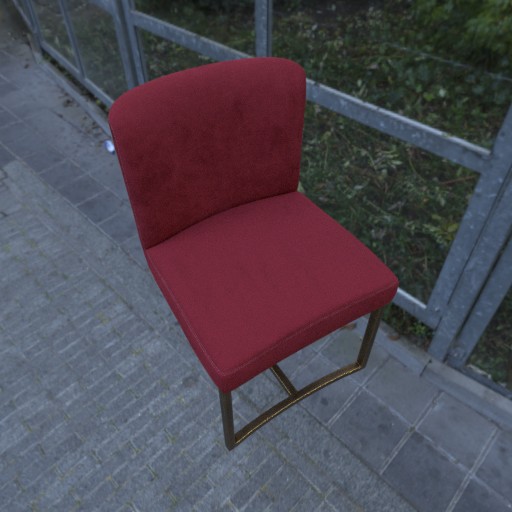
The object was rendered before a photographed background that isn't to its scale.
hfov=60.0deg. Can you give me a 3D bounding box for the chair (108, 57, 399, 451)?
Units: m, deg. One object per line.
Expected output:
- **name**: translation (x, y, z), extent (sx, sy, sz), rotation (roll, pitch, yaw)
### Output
- **chair**: translation (0.000, 0.000, 1.174), extent (0.530, 0.824, 0.560), rotation (-24, 50, -22)
